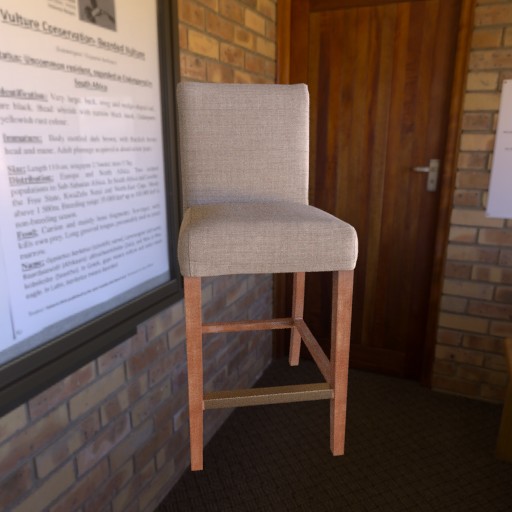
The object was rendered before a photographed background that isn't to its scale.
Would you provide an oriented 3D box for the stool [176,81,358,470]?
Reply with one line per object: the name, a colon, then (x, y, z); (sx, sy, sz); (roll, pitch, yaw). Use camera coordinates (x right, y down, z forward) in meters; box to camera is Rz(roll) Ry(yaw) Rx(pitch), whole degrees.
stool: (0.000, 0.000, 1.344); (0.454, 1.039, 0.567); (-2, 15, -8)
